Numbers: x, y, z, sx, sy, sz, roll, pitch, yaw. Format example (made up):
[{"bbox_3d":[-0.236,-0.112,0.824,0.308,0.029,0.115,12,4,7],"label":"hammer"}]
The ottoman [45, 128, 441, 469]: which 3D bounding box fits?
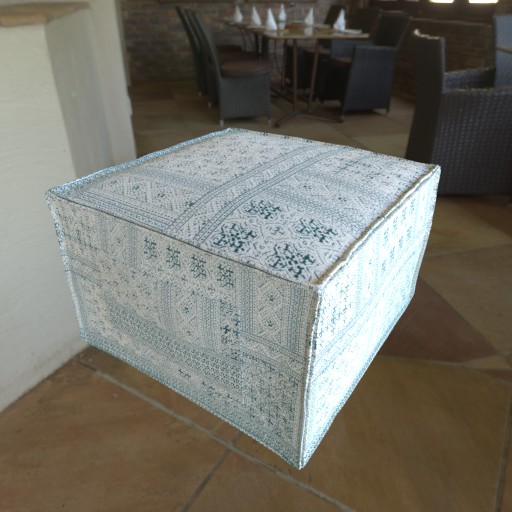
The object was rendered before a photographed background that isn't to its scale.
[{"bbox_3d":[0.000,0.000,1.029,0.617,0.439,0.626,19,36,29],"label":"ottoman"}]
